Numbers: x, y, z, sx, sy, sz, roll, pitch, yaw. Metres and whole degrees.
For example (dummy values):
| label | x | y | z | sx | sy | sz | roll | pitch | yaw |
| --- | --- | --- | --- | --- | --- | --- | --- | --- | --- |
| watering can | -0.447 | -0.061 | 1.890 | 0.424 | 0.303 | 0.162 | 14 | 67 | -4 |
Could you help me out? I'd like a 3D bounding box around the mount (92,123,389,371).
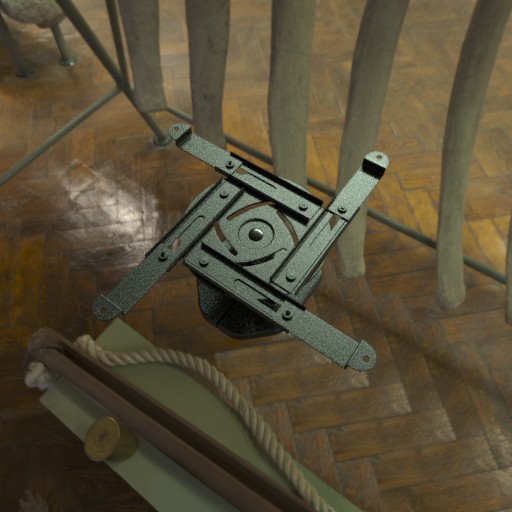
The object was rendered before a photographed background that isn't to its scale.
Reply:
| label | x | y | z | sx | sy | sz | roll | pitch | yaw |
| --- | --- | --- | --- | --- | --- | --- | --- | --- | --- |
| mount | 0.000 | 0.000 | 0.596 | 0.394 | 0.141 | 0.394 | 32 | 64 | 18 |
